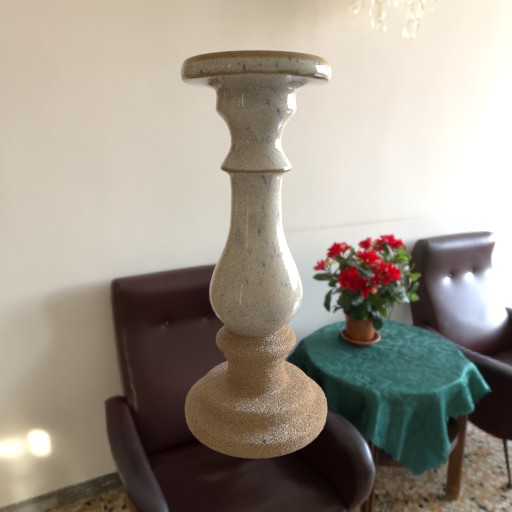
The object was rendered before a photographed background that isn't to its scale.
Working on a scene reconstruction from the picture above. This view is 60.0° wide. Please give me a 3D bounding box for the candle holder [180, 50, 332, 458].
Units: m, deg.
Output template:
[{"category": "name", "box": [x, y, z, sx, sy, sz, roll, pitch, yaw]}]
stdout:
[{"category": "candle holder", "box": [0.000, 0.000, 0.251, 0.088, 0.203, 0.088, 0, 15, 0]}]
